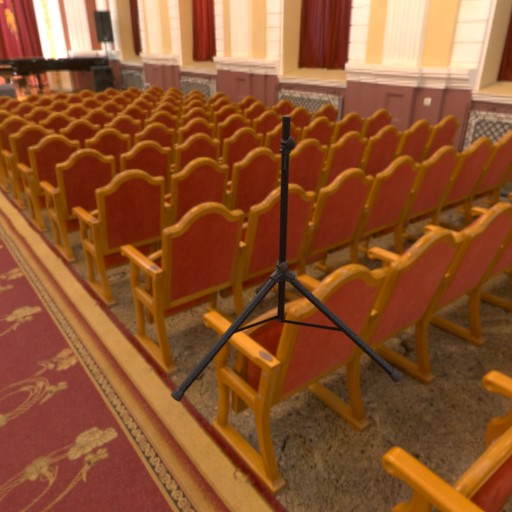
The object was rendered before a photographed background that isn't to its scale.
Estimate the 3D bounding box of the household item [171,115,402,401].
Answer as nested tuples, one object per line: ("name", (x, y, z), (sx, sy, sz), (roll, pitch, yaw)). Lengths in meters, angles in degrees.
("household item", (0.000, 0.000, 1.913), (0.907, 1.136, 1.045), (-18, 31, -33))
